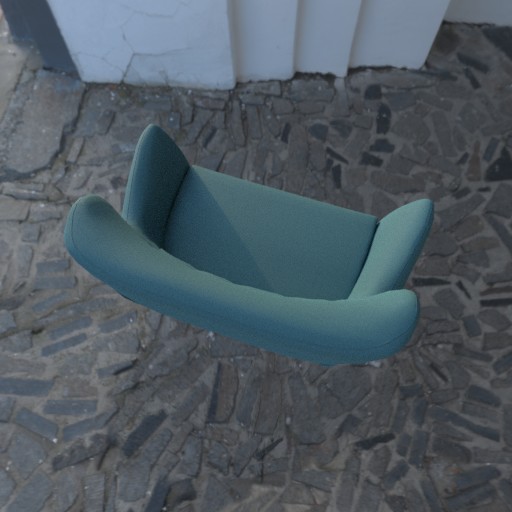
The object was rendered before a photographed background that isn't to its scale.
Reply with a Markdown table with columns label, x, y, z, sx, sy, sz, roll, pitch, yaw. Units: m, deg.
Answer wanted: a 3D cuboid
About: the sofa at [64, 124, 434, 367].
| label | x | y | z | sx | sy | sz | roll | pitch | yaw |
| --- | --- | --- | --- | --- | --- | --- | --- | --- | --- |
| sofa | 0.000 | 0.000 | 2.022 | 1.397 | 0.889 | 0.889 | 17 | 66 | 8 |
